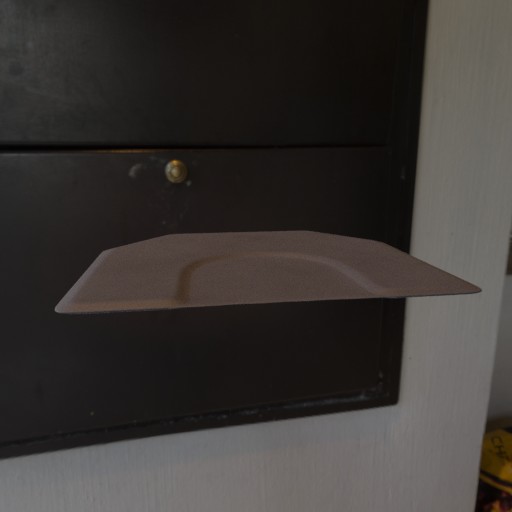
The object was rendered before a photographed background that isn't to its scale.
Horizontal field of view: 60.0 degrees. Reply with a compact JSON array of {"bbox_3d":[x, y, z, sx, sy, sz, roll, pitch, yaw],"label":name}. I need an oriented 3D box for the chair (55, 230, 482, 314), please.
[{"bbox_3d":[0.000,0.000,1.944,1.372,0.024,1.219,-2,13,-8],"label":"chair"}]
